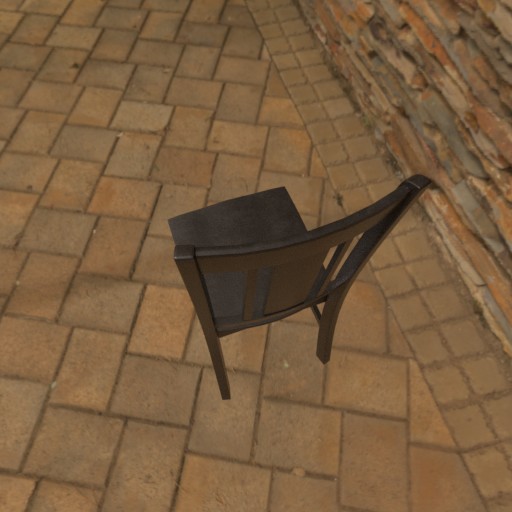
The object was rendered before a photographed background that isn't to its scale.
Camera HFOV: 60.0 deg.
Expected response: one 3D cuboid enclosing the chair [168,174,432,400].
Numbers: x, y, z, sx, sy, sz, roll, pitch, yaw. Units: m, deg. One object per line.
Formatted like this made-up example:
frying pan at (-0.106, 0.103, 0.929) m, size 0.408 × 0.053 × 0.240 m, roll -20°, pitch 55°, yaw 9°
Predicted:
chair at (0.000, 0.000, 1.257) m, size 0.450 × 0.998 × 0.555 m, roll -17°, pitch 60°, yaw -10°
